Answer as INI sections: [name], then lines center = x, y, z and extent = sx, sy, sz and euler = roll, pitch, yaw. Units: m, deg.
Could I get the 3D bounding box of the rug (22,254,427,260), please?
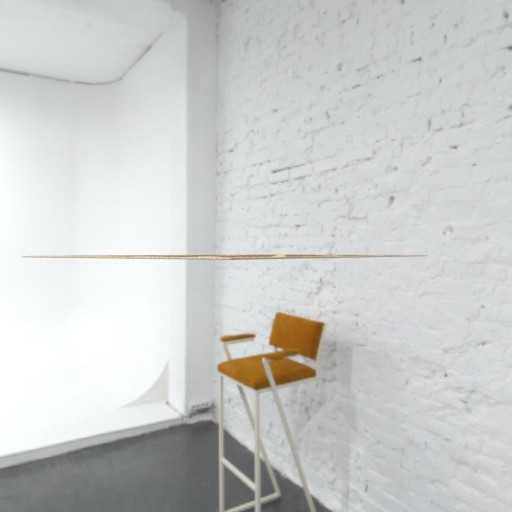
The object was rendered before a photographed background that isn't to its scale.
[rug]
center = 0.000, 0.000, 2.893
extent = 1.522, 0.008, 2.284
euler = 0, 0, 37
